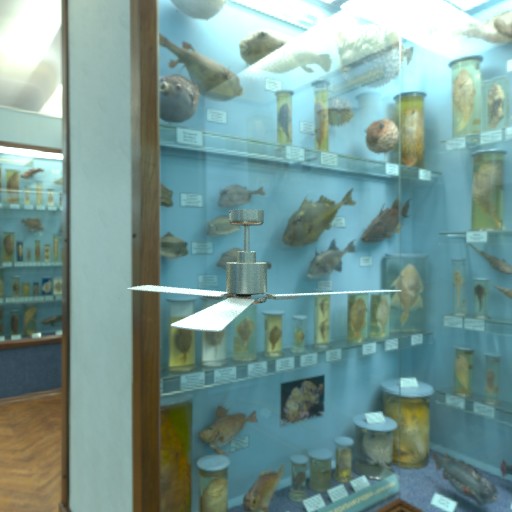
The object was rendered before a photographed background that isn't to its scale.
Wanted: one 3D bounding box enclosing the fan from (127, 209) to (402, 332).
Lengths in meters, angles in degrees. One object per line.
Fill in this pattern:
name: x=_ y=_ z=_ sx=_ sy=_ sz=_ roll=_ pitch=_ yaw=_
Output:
fan: x=0.000 y=0.000 z=2.314 sx=1.531 sy=0.446 sz=1.561 roll=-1 pitch=1 yaw=-34
